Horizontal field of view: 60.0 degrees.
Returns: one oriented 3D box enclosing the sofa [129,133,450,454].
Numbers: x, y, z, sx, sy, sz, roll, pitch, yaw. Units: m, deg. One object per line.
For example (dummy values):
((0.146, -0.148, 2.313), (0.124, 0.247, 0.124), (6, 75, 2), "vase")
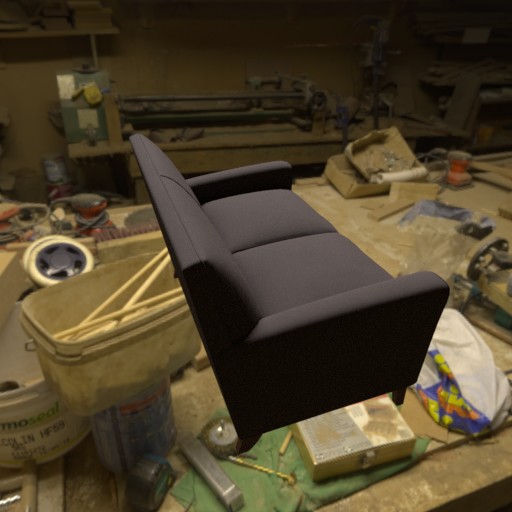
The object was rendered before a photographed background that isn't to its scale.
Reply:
((0.000, 0.000, 1.991), (0.871, 0.846, 1.420), (-10, 31, -17), "sofa")
